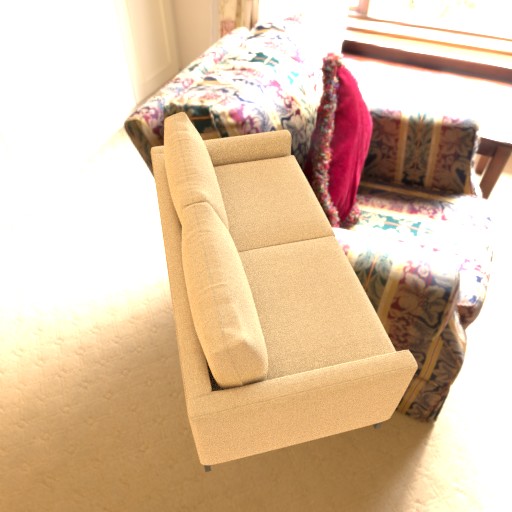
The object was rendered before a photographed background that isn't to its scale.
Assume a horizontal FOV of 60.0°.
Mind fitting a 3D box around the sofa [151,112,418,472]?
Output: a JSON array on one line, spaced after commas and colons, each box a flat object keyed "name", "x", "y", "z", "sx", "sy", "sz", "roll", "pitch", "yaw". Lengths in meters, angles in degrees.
[{"name": "sofa", "x": 0.000, "y": 0.000, "z": 2.149, "sx": 0.839, "sy": 0.812, "sz": 1.651, "roll": -10, "pitch": 47, "yaw": -9}]
